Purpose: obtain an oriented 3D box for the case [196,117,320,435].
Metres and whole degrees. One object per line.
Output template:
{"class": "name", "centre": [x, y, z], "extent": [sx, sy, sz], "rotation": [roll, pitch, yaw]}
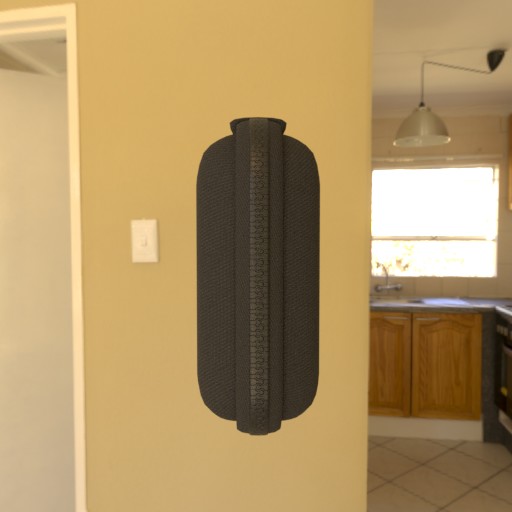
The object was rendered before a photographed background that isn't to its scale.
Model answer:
{"class": "case", "centre": [0.000, 0.000, 0.183], "extent": [0.038, 0.105, 0.132], "rotation": [0, 2, -1]}
